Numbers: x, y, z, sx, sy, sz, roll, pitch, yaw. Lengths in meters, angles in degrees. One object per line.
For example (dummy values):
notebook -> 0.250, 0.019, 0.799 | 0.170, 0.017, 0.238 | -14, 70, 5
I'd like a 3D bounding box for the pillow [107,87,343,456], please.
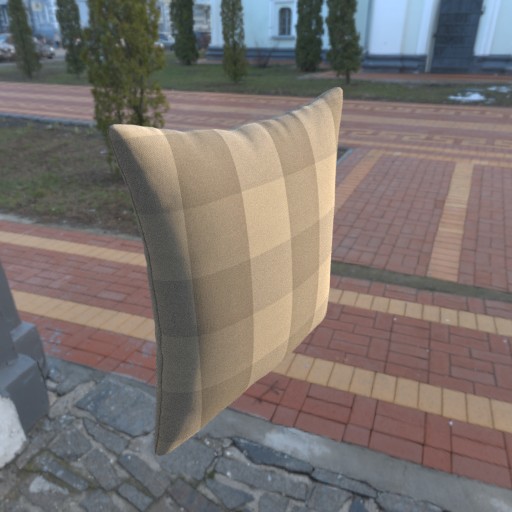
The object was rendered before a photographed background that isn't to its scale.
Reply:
pillow -> 0.000, 0.000, 0.764 | 0.161, 0.509, 0.511 | 19, 32, 34
